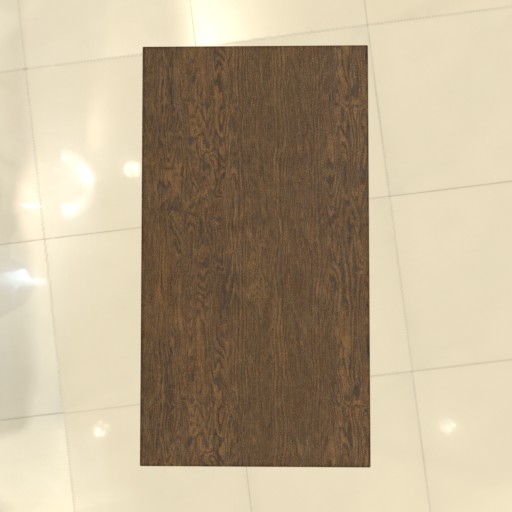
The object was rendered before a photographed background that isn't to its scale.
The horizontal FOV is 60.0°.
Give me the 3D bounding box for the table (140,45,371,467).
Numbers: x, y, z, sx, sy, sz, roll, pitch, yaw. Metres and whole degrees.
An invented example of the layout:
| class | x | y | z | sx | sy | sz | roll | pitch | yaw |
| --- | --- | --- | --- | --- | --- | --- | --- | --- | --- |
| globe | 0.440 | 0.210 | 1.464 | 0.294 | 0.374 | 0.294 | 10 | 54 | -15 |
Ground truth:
| class | x | y | z | sx | sy | sz | roll | pitch | yaw |
| --- | --- | --- | --- | --- | --- | --- | --- | --- | --- |
| table | 0.000 | 0.000 | 2.487 | 1.078 | 0.795 | 1.989 | 0 | 89 | 1 |
